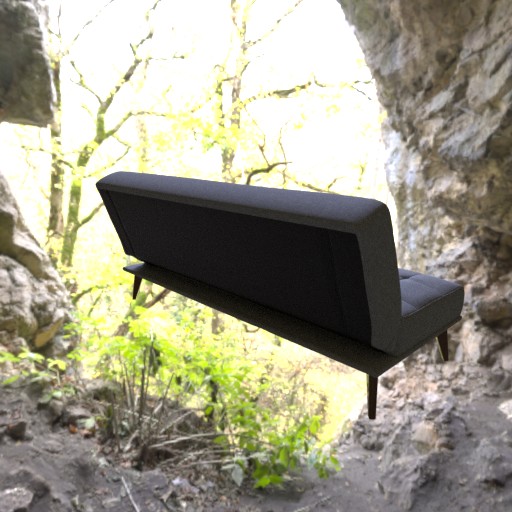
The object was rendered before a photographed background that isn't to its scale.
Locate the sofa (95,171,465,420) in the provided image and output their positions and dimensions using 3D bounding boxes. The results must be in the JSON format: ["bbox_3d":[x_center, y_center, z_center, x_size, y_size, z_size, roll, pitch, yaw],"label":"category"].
[{"bbox_3d":[0.000,0.000,2.285,0.860,0.810,1.800,-14,20,-42],"label":"sofa"}]
